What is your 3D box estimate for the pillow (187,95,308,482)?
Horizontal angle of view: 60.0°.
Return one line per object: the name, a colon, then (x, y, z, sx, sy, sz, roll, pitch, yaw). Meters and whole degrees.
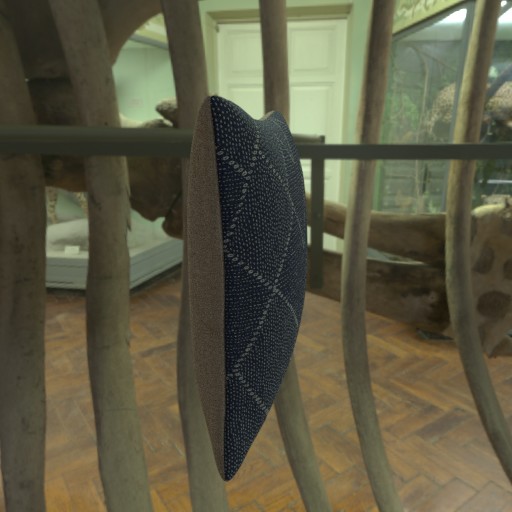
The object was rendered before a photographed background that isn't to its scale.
pillow: (0.000, 0.000, 0.663, 0.148, 0.428, 0.435, 3, 17, 10)
